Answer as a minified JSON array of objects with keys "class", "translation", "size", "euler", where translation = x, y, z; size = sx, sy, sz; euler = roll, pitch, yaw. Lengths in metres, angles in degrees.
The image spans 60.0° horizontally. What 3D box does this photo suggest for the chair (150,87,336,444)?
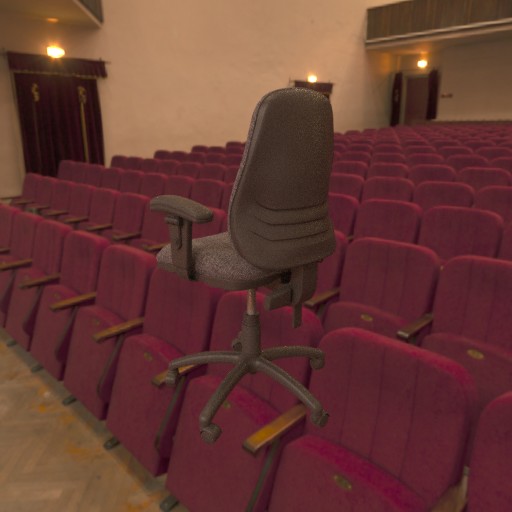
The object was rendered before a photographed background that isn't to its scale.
[{"class":"chair","translation":[0.000,0.000,1.302],"size":[0.550,0.910,0.530],"euler":[-15,22,-42]}]
